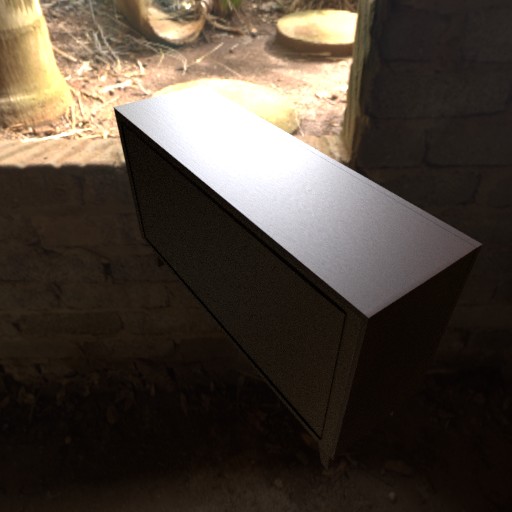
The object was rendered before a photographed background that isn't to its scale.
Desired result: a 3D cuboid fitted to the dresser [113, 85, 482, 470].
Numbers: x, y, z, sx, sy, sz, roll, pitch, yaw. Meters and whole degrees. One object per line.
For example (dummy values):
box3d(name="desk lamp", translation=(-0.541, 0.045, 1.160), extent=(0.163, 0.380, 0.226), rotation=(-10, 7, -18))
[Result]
box3d(name="dresser", translation=(0.000, 0.000, 2.017), extent=(0.499, 0.971, 1.609), rotation=(-26, 47, -26))
